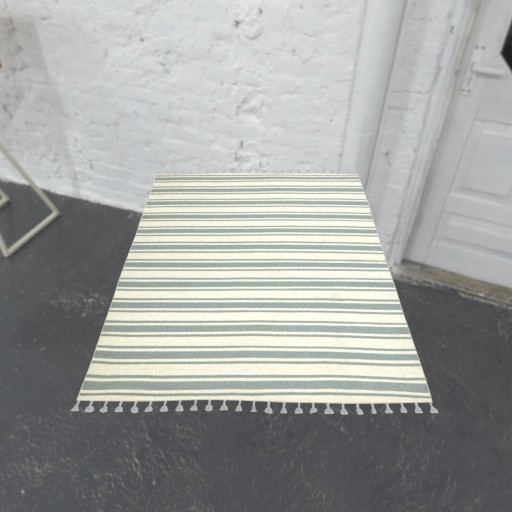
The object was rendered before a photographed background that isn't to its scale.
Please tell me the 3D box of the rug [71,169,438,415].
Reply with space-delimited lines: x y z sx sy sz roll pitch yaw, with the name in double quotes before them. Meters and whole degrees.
"rug" 0.000 0.000 4.141 2.439 0.005 3.201 0 41 0
